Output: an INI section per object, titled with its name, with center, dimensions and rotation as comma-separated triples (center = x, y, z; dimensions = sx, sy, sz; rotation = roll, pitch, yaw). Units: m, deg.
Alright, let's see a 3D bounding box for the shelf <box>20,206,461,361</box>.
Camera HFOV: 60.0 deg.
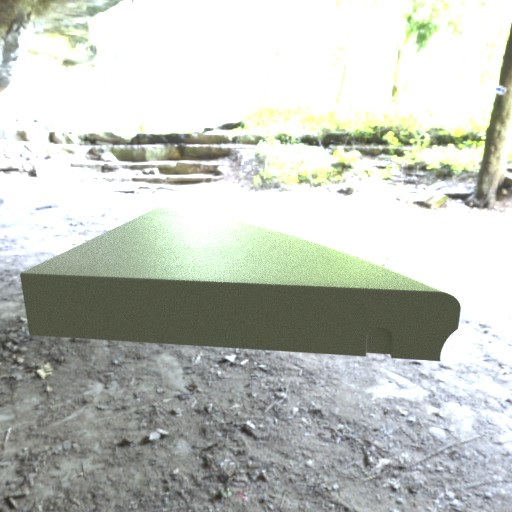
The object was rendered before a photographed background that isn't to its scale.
[shelf]
center = 0.000, 0.000, 0.459
dimensions = 0.310, 0.050, 0.310
rotation = 2, 16, 7
